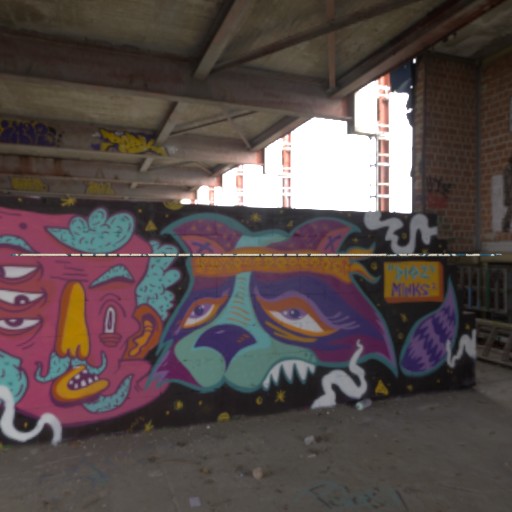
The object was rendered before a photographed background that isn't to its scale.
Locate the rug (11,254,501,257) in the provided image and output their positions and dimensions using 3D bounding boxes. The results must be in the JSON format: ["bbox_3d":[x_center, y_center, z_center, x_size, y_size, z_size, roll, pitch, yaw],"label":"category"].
[{"bbox_3d":[0.000,0.000,2.258,1.828,0.007,1.220,0,0,0],"label":"rug"}]
